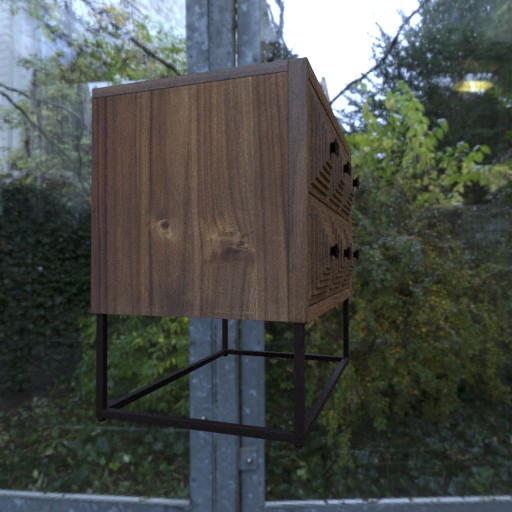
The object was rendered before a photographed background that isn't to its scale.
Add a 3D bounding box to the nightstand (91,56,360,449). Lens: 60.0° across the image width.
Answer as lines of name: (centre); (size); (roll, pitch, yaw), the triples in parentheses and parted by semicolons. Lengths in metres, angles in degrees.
nightstand: (0.000, 0.000, 1.030); (0.437, 0.610, 0.610); (0, -1, 18)
